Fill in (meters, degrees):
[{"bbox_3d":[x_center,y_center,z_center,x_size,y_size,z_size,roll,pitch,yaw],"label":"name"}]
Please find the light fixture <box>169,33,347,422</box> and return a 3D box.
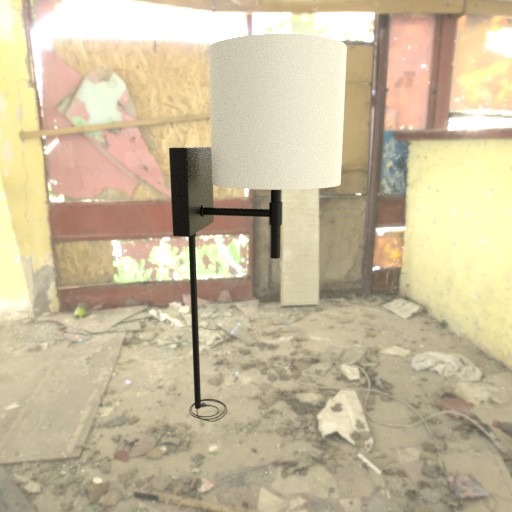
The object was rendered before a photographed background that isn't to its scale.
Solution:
[{"bbox_3d":[0.000,0.000,0.689,0.248,0.589,0.188,3,14,11],"label":"light fixture"}]
